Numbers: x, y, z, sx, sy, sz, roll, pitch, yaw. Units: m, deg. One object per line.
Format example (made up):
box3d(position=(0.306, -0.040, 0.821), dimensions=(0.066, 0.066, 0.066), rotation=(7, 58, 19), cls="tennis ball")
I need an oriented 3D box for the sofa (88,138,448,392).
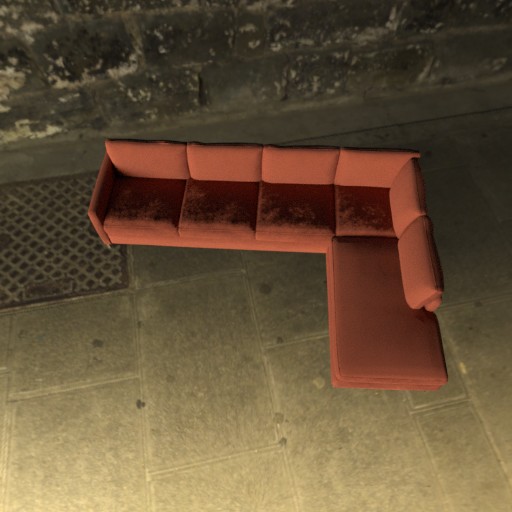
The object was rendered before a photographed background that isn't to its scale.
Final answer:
box3d(position=(0.000, 0.000, 3.503), dimensions=(2.736, 0.757, 1.879), rotation=(3, 60, 1), cls="sofa")
